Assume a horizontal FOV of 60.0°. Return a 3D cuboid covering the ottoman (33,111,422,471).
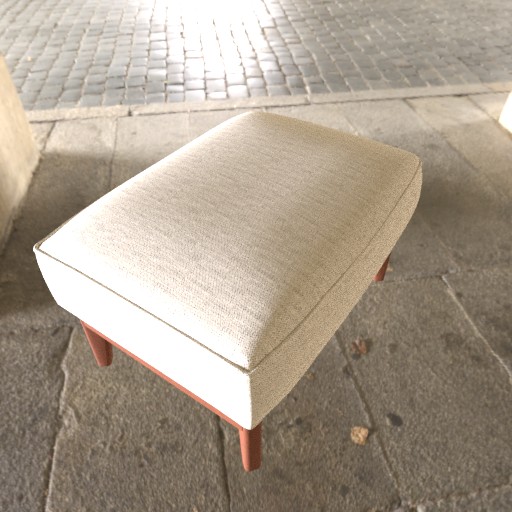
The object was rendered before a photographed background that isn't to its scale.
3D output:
[{"bbox_3d":[0.000,0.000,1.118,0.594,0.465,0.794,25,48,25],"label":"ottoman"}]
